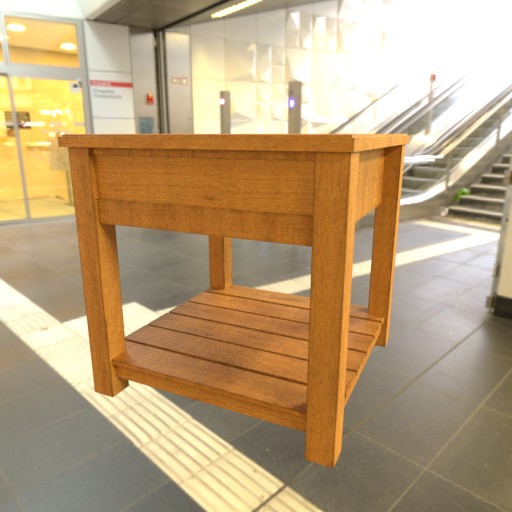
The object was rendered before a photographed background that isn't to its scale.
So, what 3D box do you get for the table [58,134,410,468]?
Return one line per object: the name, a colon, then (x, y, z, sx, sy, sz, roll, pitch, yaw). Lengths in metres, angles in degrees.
table: (0.000, 0.000, 1.118, 0.612, 0.593, 0.616, 7, 17, 25)
